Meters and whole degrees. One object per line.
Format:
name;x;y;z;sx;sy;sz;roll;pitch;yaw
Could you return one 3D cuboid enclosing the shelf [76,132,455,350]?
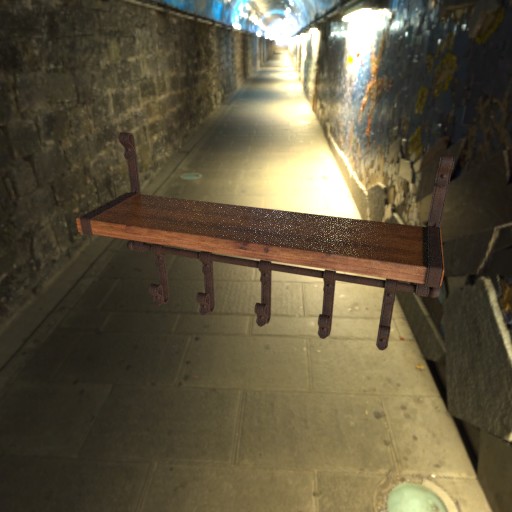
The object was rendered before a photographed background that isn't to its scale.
shelf;0.000;0.000;0.702;0.567;0.330;0.146;8;27;17
